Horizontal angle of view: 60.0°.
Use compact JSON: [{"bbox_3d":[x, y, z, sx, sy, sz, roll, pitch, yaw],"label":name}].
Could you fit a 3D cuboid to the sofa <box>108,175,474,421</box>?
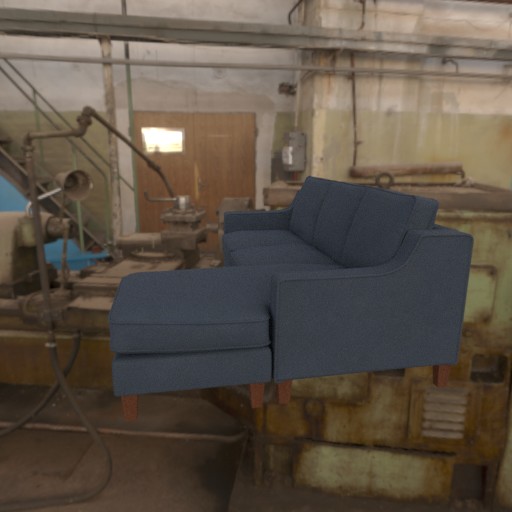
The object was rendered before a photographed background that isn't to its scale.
[{"bbox_3d":[0.000,0.000,3.255,1.858,1.066,2.317,-3,14,-10],"label":"sofa"}]
